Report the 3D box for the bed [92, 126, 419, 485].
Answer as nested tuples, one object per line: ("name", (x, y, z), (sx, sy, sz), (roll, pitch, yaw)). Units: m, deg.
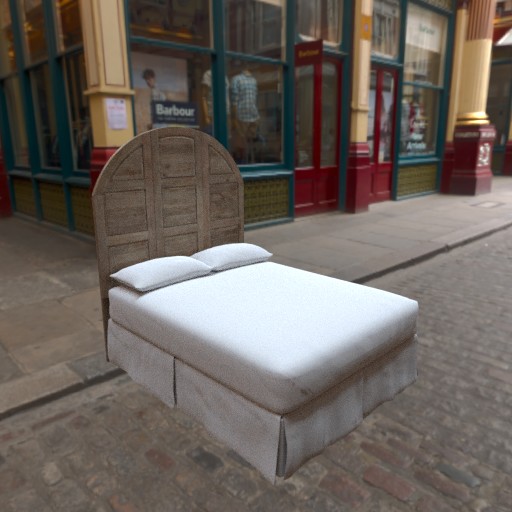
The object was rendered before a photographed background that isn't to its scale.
("bed", (0.000, 0.000, 3.479), (1.713, 2.002, 2.112), (-14, 20, -43))
